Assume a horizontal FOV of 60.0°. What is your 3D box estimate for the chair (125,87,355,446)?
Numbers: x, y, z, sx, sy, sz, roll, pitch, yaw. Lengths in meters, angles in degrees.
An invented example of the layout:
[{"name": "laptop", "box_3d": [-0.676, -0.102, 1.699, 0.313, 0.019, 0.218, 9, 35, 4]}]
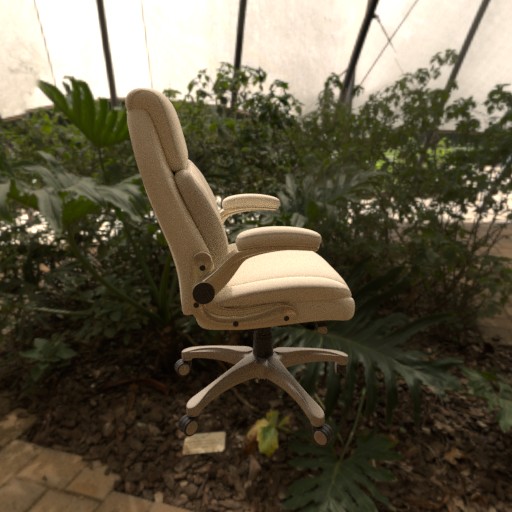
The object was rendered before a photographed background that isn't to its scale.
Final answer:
[{"name": "chair", "box_3d": [0.000, 0.000, 1.594, 0.794, 1.110, 0.740, -3, 17, -10]}]
